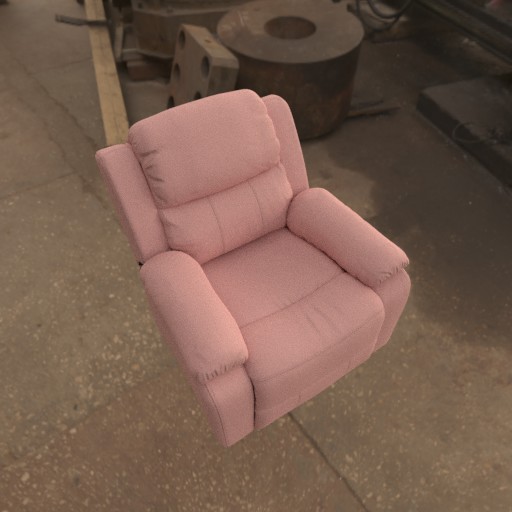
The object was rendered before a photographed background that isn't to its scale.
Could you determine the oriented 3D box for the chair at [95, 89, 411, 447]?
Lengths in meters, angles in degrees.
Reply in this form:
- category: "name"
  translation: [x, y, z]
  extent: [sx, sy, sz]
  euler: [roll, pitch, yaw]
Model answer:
- category: "chair"
  translation: [0.000, 0.000, 1.296]
  extent: [0.680, 0.702, 0.709]
  euler: [-26, 52, -22]
